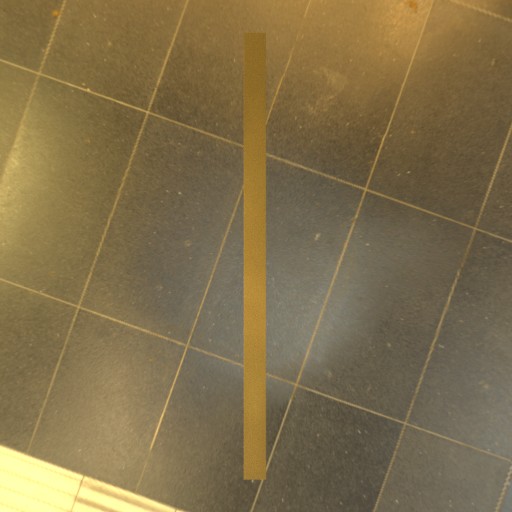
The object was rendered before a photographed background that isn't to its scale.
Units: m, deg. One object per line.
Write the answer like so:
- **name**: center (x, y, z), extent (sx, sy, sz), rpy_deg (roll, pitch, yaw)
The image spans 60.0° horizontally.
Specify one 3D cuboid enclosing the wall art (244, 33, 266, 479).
- **wall art**: center (0.000, 0.000, 1.137), extent (0.038, 0.762, 0.762), rpy_deg (0, 90, 0)
